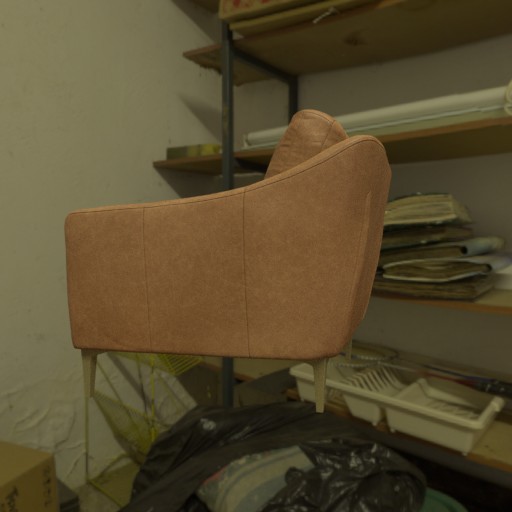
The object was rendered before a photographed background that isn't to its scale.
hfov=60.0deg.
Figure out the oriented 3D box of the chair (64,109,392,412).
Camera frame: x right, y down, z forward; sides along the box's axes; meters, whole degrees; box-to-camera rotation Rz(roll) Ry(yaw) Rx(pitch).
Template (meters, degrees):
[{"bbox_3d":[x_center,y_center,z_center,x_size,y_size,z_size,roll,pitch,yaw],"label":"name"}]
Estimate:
[{"bbox_3d":[0.000,0.000,1.686,0.963,0.895,0.988,1,2,19],"label":"chair"}]
